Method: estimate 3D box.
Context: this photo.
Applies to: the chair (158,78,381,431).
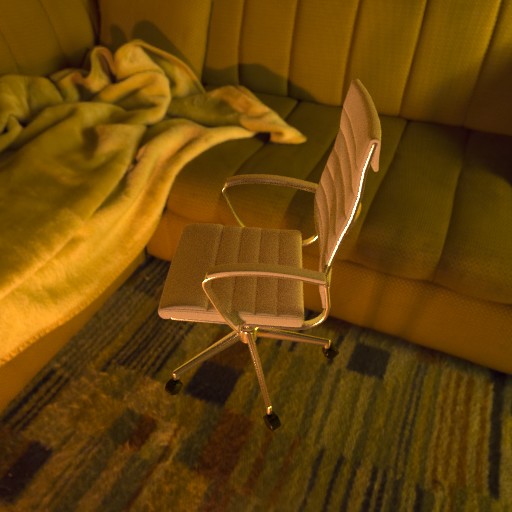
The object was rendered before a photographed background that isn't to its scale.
[{"bbox_3d":[0.000,0.000,1.633,0.739,1.149,0.766,2,41,3],"label":"chair"}]
